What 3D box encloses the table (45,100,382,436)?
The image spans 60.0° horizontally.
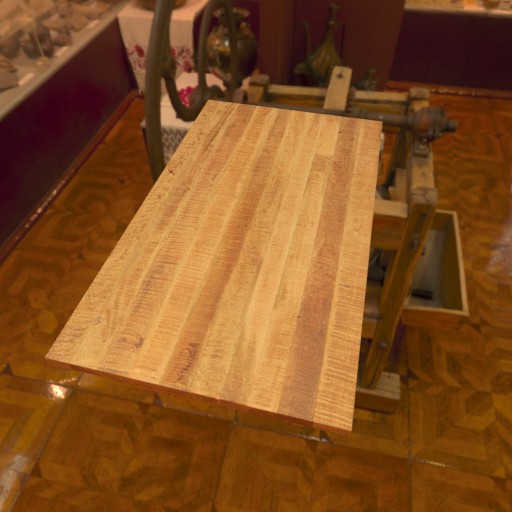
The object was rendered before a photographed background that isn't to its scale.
[{"bbox_3d":[0.000,0.000,1.641,0.760,0.455,1.320,10,48,9],"label":"table"}]
